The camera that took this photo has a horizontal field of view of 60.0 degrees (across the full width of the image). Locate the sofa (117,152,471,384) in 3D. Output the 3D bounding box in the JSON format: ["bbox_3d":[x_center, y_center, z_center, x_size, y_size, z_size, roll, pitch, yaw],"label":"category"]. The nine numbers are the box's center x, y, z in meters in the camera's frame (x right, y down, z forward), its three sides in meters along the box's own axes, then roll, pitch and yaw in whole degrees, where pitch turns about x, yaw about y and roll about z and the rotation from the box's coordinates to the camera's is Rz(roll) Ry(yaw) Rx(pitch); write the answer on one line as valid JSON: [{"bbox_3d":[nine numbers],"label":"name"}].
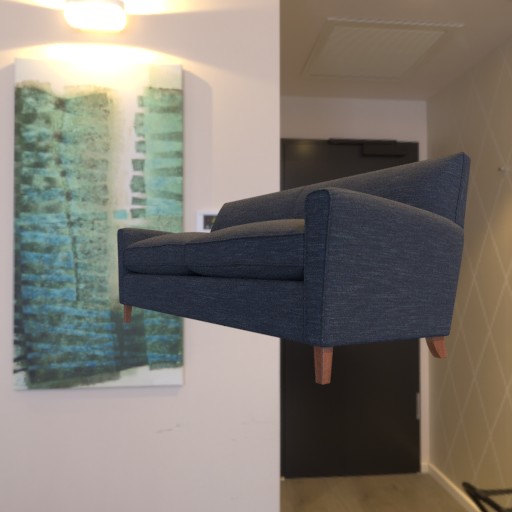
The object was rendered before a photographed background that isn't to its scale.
[{"bbox_3d":[0.000,0.000,2.378,0.875,0.846,1.976,1,-1,-36],"label":"sofa"}]
